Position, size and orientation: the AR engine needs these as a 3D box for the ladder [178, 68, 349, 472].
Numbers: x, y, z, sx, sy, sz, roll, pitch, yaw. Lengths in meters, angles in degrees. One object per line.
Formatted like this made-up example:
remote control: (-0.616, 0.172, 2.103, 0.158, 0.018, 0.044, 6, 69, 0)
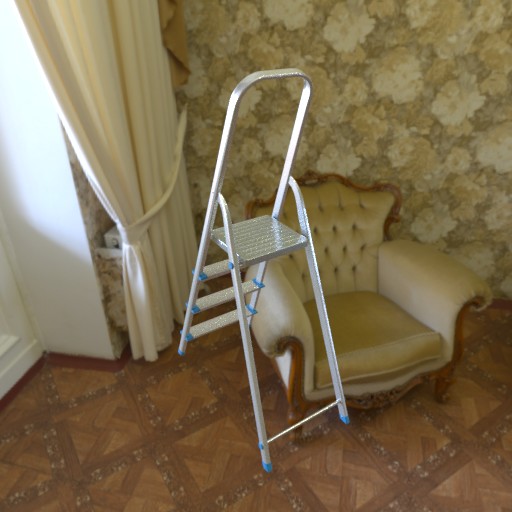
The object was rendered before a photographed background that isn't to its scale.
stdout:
ladder: (0.000, 0.000, 1.806, 0.445, 1.434, 0.842, -18, 34, -29)
